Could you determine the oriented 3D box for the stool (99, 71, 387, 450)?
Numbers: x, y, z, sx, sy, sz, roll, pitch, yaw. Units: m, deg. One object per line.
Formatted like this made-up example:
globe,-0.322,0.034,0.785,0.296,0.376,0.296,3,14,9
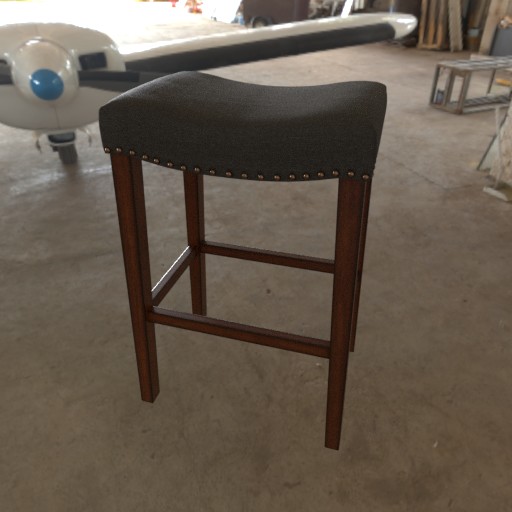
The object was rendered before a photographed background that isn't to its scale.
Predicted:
stool,0.000,0.000,1.025,0.502,0.748,0.366,9,33,14
